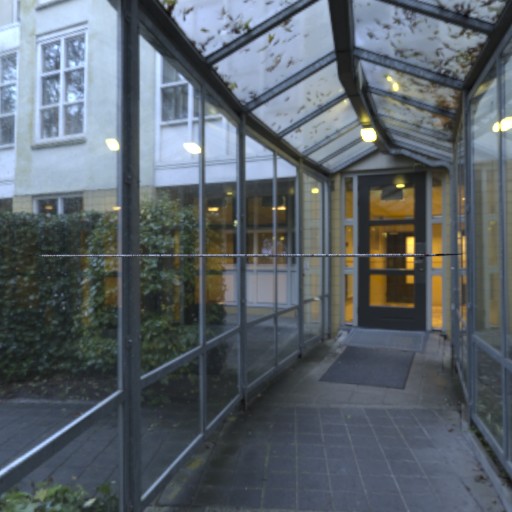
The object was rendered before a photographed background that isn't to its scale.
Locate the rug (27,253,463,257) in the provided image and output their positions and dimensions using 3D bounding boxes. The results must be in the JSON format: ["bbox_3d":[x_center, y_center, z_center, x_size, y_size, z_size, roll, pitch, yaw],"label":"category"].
[{"bbox_3d":[0.000,0.000,2.302,1.848,0.012,1.217,0,0,19],"label":"rug"}]
